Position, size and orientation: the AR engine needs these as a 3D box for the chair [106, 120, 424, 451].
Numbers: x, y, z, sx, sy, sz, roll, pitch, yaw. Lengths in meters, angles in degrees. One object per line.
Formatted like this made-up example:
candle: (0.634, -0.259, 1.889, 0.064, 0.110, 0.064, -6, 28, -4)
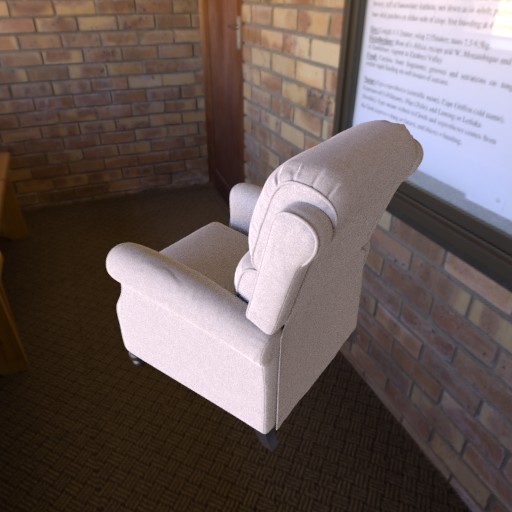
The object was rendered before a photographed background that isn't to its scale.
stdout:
chair: (0.000, 0.000, 1.732, 0.919, 1.046, 0.859, 20, 37, 30)
